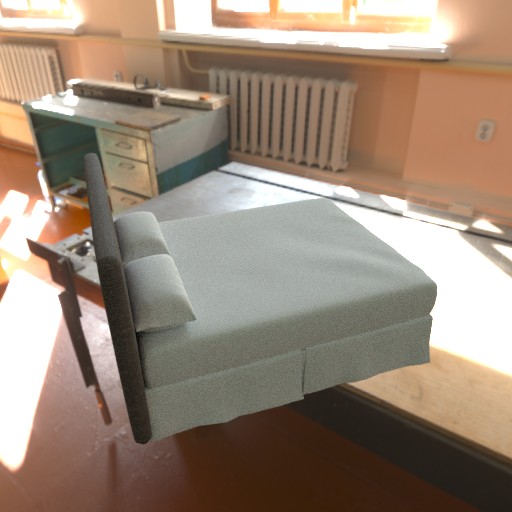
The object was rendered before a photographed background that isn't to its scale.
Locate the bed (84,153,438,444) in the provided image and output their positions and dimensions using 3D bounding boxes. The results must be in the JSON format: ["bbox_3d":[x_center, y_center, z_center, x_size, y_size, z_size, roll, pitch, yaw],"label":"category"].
[{"bbox_3d":[0.000,0.000,3.255,2.142,1.330,1.723,-11,32,-18],"label":"bed"}]
